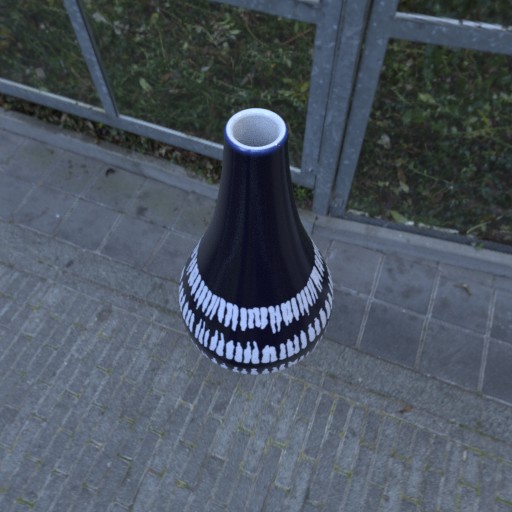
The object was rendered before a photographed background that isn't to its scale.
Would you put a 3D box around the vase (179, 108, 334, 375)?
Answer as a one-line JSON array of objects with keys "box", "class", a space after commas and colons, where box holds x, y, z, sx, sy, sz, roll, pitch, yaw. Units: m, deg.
[{"box": [0.000, 0.000, 0.394, 0.159, 0.295, 0.159, 0, 58, 0], "class": "vase"}]
